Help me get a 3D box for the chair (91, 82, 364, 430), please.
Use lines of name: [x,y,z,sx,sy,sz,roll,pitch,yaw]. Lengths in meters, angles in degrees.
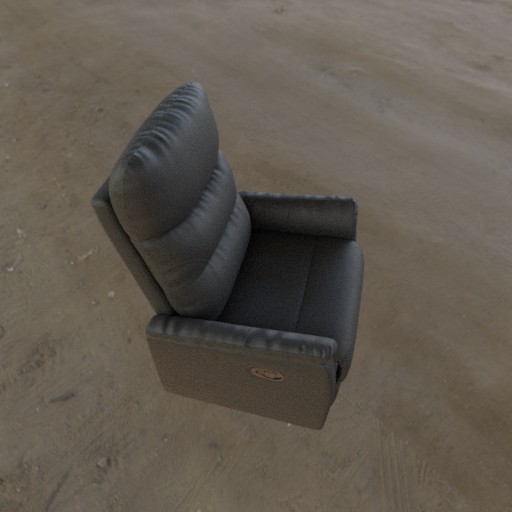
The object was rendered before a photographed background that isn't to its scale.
chair: [0.000,0.000,1.641,0.831,1.082,0.775,11,49,10]
